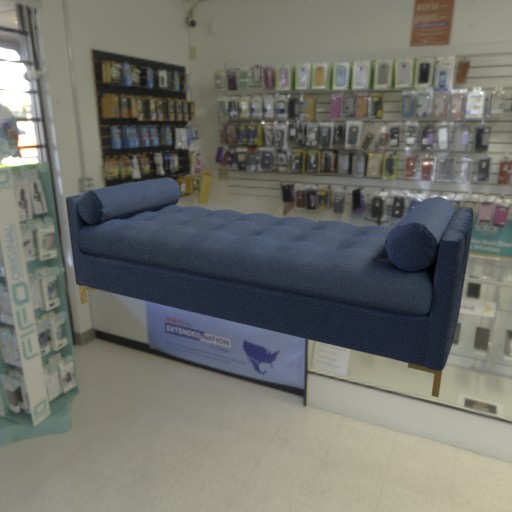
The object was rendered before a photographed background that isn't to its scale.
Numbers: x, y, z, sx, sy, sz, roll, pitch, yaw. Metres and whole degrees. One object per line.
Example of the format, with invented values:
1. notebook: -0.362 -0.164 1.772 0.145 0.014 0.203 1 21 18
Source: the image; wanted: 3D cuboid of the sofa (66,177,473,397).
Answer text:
1. sofa: 0.000 0.000 2.462 2.102 0.705 0.796 9 19 27
